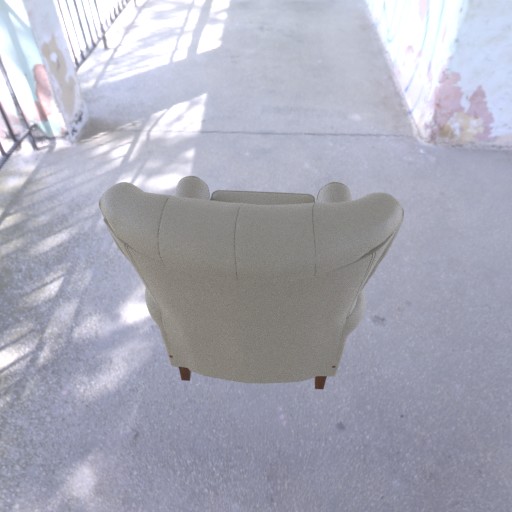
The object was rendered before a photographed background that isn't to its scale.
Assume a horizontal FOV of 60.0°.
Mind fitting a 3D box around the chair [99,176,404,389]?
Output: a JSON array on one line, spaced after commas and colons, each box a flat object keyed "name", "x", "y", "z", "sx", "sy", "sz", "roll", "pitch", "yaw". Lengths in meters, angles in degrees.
[{"name": "chair", "x": 0.000, "y": 0.000, "z": 1.912, "sx": 0.943, "sy": 1.158, "sz": 1.059, "roll": 3, "pitch": 47, "yaw": 3}]
